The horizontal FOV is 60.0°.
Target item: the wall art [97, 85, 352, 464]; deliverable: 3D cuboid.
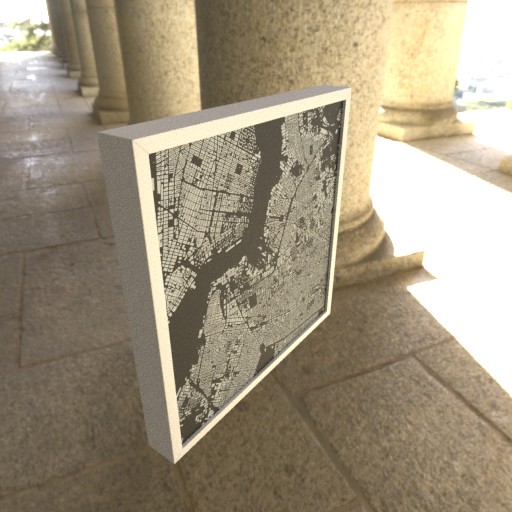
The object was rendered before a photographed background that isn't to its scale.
[{"bbox_3d":[0.000,0.000,0.465,0.037,0.305,0.305,19,34,32],"label":"wall art"}]
